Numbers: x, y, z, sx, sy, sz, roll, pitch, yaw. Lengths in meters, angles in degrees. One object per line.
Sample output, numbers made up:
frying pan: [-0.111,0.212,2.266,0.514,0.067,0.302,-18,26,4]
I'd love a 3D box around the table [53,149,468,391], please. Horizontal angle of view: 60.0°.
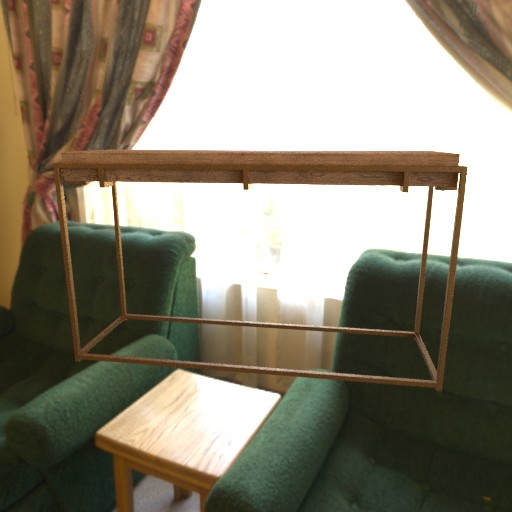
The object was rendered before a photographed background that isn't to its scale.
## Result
table: [0.000,0.000,1.781,1.400,0.820,0.440,2,15,9]
